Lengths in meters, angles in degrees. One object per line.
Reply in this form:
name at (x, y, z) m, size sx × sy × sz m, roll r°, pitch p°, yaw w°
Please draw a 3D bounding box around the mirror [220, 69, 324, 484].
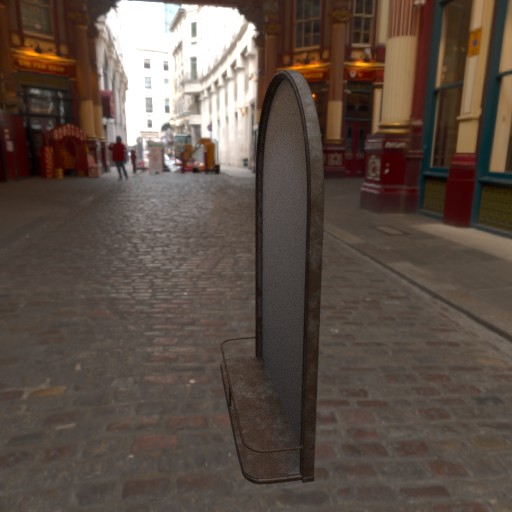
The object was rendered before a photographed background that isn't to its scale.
mirror at (0.000, 0.000, 0.986) m, size 0.137 × 0.770 × 0.510 m, roll -2°, pitch 14°, yaw -10°
